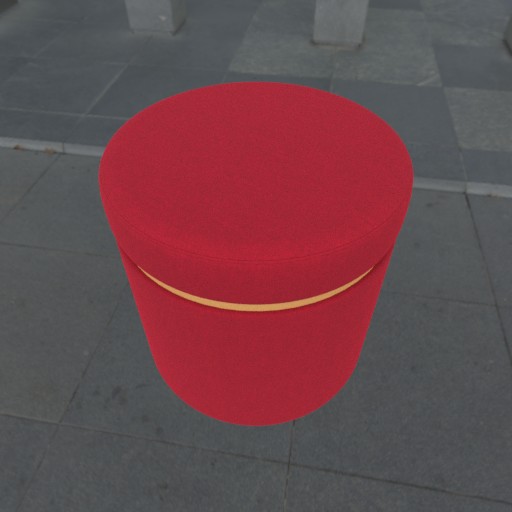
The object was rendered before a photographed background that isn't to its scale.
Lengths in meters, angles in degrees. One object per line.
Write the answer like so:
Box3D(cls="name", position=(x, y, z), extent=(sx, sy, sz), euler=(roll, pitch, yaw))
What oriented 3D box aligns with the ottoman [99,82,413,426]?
Box3D(cls="ottoman", position=(0.000, 0.000, 0.710), extent=(0.400, 0.406, 0.400), euler=(0, 46, 0))
